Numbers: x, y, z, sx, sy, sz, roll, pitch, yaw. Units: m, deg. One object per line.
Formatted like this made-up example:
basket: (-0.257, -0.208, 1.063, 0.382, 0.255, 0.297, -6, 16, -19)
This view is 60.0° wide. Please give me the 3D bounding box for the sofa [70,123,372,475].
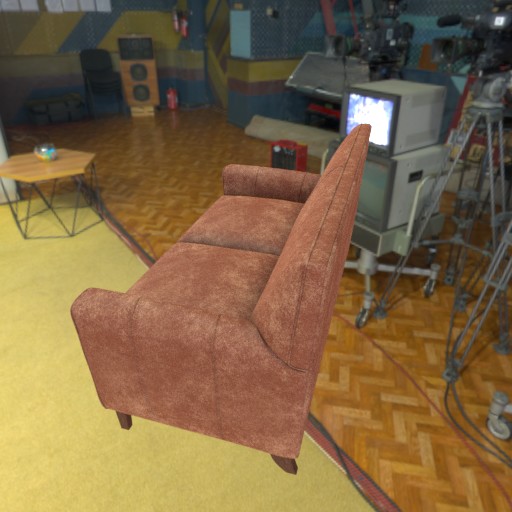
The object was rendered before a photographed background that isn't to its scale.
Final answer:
sofa: (0.000, 0.000, 1.923, 0.787, 0.871, 1.473, 8, 30, 14)
